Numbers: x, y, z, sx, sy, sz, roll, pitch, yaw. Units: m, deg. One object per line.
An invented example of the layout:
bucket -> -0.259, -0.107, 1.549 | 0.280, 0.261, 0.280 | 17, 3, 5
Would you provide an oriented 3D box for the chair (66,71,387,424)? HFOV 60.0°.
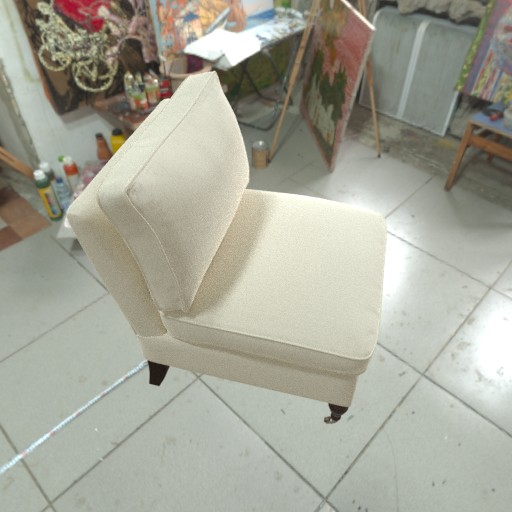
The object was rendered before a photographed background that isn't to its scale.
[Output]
chair -> 0.000, 0.000, 1.391 | 0.781, 0.887, 0.630 | 11, 47, 10
